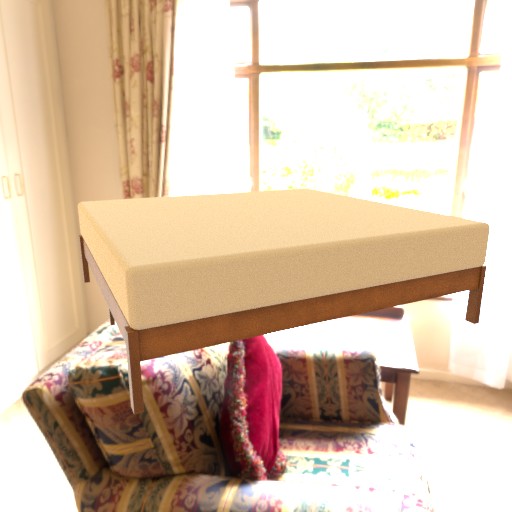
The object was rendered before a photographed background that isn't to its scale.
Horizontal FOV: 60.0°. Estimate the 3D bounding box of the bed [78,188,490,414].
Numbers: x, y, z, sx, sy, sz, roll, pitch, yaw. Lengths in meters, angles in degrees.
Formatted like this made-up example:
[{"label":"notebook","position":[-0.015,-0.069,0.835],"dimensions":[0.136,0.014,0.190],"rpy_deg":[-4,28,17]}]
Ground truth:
[{"label":"bed","position":[0.000,0.000,2.984],"dimensions":[2.049,0.616,1.930],"rpy_deg":[-7,17,-25]}]
